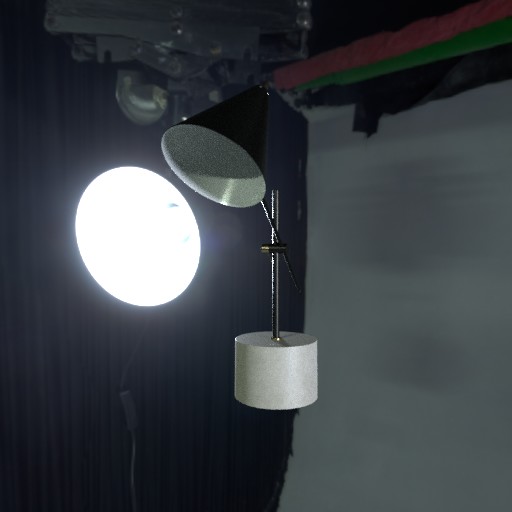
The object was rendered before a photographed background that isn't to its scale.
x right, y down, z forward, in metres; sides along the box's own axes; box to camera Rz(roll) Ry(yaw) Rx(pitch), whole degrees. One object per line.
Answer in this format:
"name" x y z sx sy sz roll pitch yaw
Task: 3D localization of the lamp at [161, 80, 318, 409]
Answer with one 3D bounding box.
"lamp" 0.000 0.000 0.716 0.214 0.518 0.403 0 1 36
